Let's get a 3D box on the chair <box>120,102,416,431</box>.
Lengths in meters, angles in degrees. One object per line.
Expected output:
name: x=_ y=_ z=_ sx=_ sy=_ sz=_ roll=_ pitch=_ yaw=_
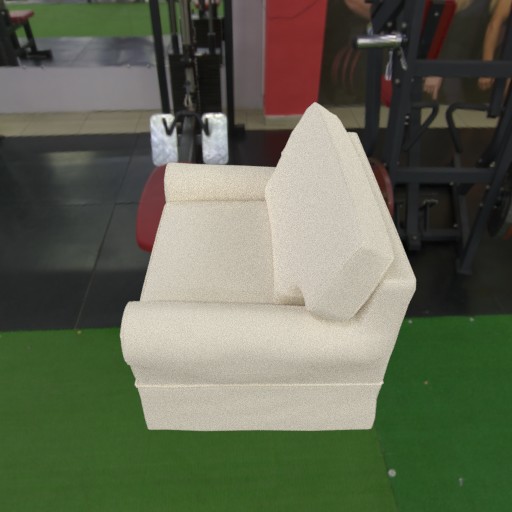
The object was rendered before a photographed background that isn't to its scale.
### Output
chair: x=0.000 y=0.000 z=1.811 sx=0.904 sy=0.958 sz=1.099 roll=0 pitch=41 yaw=0
